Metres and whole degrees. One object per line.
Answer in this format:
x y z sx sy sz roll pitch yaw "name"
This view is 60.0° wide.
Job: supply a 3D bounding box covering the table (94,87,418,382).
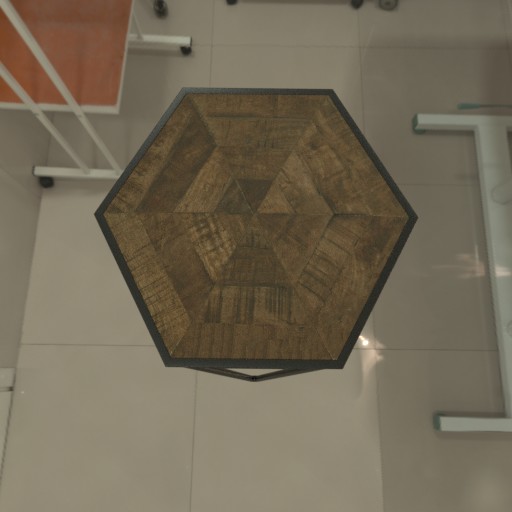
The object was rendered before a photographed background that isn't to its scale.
0.000 0.000 1.060 0.578 0.564 0.579 1 75 0 "table"
